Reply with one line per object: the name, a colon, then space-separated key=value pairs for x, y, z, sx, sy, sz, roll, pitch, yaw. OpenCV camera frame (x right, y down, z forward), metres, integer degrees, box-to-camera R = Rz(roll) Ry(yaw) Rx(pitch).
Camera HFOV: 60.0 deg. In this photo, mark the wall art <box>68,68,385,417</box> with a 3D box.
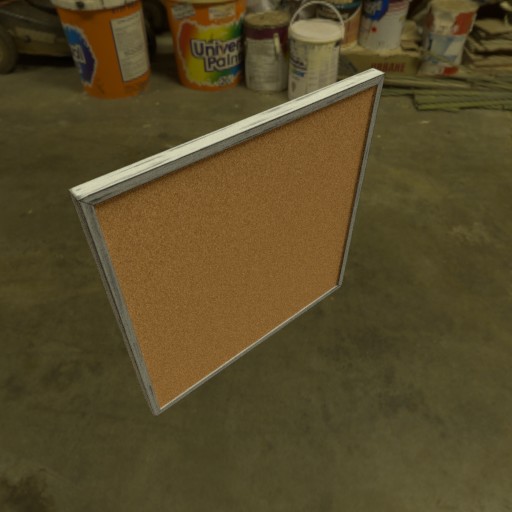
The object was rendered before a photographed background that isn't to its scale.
wall art: x=0.000 y=0.000 z=1.149 sx=0.761 sy=0.761 sz=0.037 roll=-30 pitch=52 yaw=-27
